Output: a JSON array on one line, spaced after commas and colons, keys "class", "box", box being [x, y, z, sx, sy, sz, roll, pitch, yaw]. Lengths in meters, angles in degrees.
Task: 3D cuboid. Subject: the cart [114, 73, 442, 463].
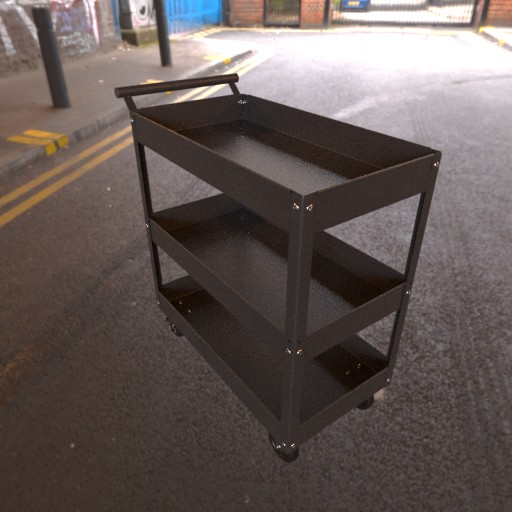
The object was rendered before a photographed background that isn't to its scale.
[{"class": "cart", "box": [0.000, 0.000, 1.167, 0.366, 0.780, 0.719, -21, 37, -30]}]
